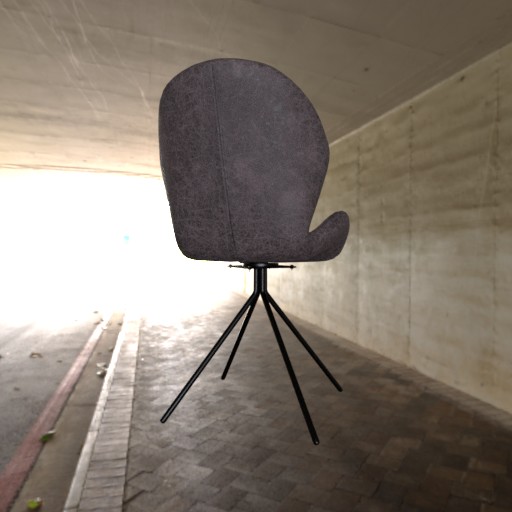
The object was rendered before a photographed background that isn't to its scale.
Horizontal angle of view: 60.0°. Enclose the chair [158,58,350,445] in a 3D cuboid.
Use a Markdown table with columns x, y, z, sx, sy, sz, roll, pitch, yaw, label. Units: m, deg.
| x | y | z | sx | sy | sz | roll | pitch | yaw | label |
| --- | --- | --- | --- | --- | --- | --- | --- | --- | --- |
| 0.000 | 0.000 | 1.328 | 0.527 | 0.934 | 0.640 | 0 | 1 | 19 | chair |
